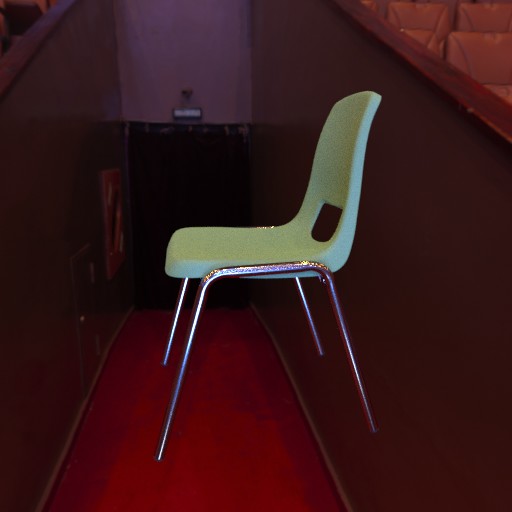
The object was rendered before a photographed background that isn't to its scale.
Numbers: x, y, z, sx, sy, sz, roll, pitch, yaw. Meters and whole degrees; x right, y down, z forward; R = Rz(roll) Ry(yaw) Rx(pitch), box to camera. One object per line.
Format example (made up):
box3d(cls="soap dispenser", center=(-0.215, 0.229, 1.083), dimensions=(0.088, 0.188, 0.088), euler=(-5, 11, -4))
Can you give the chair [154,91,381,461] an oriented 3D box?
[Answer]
box3d(cls="chair", center=(0.000, 0.000, 0.930), dimensions=(0.436, 0.653, 0.381), euler=(-2, 14, -9))
